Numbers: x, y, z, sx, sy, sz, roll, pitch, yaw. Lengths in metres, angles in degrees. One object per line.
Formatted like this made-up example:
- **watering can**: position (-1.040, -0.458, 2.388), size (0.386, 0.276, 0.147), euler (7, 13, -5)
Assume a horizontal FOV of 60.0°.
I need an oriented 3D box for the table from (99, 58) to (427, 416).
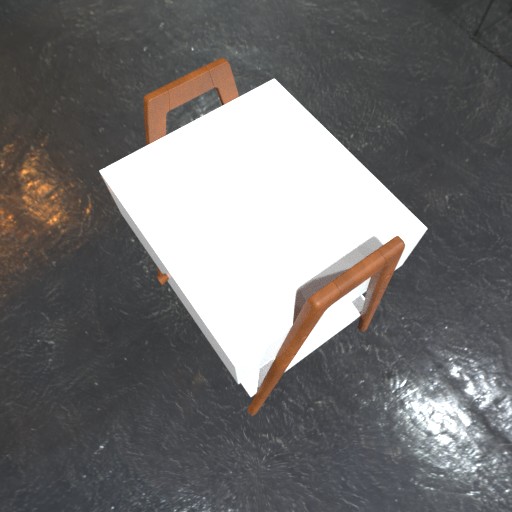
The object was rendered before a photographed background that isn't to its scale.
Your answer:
- **table**: position (0.000, 0.000, 0.936), size (0.405, 0.610, 0.457), euler (-33, 68, -15)
